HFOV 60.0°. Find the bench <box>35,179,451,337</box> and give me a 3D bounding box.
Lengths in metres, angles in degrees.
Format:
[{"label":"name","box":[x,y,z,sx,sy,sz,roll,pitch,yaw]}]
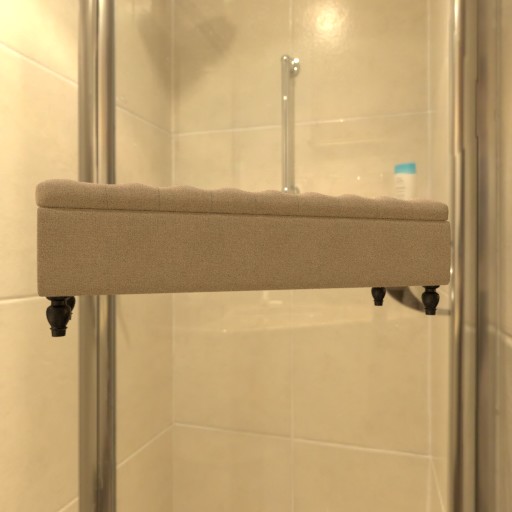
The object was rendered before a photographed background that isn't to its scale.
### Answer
[{"label":"bench","box":[0.000,0.000,1.690,1.480,0.467,0.455,0,0,-20]}]
